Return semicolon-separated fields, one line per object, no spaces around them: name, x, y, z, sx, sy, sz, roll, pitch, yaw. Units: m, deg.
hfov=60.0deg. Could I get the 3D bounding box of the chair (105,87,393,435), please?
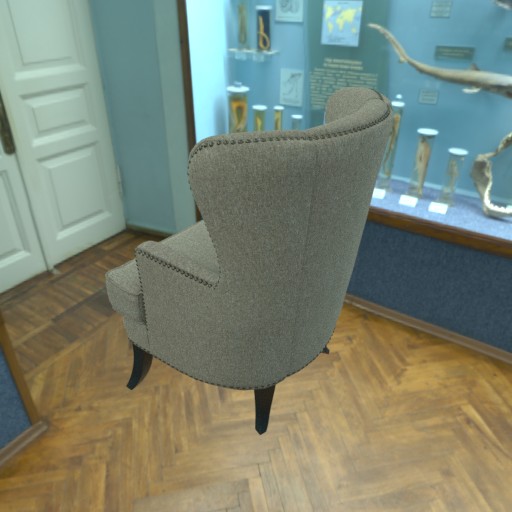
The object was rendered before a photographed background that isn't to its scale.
chair;0.000;0.000;1.536;0.758;1.060;0.759;20;37;30
